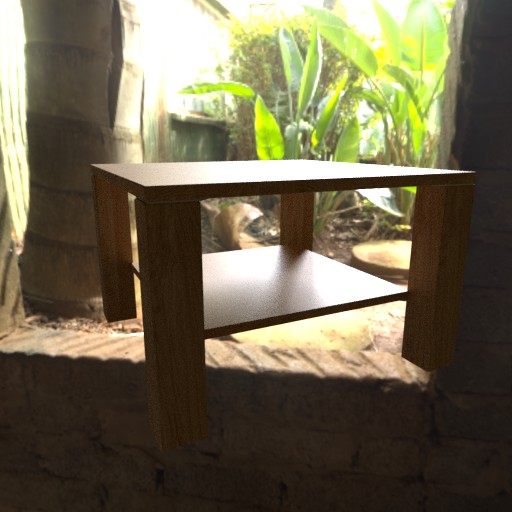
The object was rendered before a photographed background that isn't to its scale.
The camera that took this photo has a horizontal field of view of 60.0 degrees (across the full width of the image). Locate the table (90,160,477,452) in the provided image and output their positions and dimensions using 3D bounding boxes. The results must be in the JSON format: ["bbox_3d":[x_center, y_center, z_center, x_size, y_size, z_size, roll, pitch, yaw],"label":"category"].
[{"bbox_3d":[0.000,0.000,1.149,0.700,0.450,0.700,-7,16,-25],"label":"table"}]
